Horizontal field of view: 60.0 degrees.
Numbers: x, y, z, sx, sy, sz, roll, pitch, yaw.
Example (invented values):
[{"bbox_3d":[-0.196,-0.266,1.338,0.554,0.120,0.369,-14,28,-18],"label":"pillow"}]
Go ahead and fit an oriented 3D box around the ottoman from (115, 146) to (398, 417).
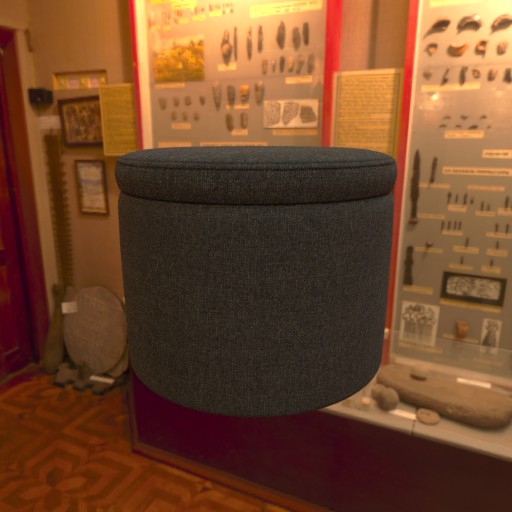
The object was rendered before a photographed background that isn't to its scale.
[{"bbox_3d":[0.000,0.000,0.893,0.520,0.430,0.520,0,15,0],"label":"ottoman"}]
